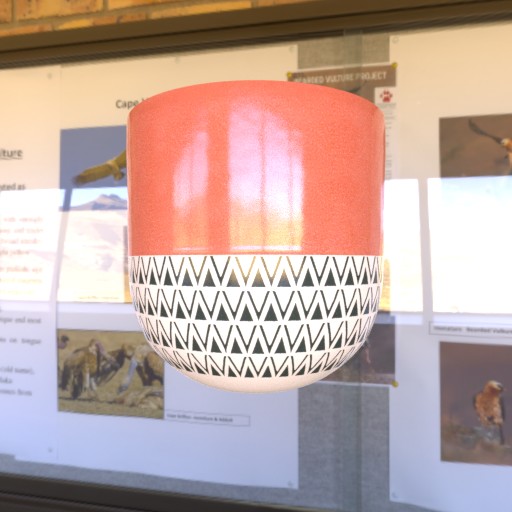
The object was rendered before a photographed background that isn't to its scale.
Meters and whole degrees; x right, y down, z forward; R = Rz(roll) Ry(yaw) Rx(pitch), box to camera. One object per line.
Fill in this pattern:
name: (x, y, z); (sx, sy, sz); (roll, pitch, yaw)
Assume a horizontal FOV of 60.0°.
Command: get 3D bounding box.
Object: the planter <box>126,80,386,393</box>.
planter: (0.000, 0.000, 0.473); (0.266, 0.270, 0.266); (0, -1, 0)
